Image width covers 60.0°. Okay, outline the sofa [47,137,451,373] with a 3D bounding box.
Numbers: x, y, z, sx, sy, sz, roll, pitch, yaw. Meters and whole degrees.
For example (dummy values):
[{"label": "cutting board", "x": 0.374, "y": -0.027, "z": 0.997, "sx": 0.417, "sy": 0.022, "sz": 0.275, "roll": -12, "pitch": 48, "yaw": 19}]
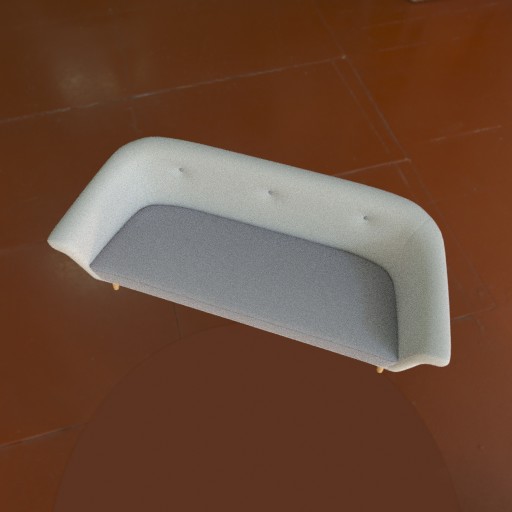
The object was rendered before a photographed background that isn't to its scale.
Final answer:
[{"label": "sofa", "x": 0.000, "y": 0.000, "z": 2.598, "sx": 2.160, "sy": 0.795, "sz": 0.827, "roll": 16, "pitch": 61, "yaw": 9}]
